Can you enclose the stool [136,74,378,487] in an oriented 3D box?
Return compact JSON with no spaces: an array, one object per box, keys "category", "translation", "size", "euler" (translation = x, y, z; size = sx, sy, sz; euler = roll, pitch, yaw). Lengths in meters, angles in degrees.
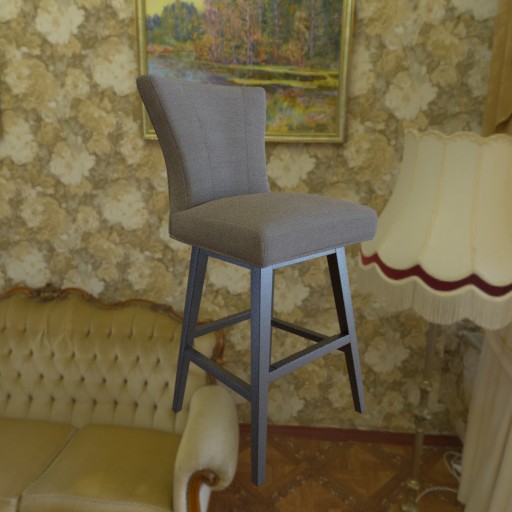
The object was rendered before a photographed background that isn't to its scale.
[{"category":"stool","translation":[0.000,0.000,1.415],"size":[0.514,1.086,0.574],"euler":[-13,19,-42]}]
